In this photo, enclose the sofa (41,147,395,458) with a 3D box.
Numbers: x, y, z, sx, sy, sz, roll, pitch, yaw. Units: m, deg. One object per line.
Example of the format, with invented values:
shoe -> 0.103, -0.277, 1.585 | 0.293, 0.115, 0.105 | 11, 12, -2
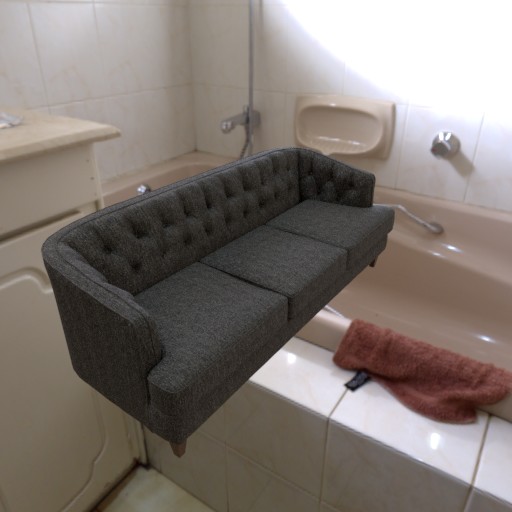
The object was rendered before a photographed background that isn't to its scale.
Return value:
sofa -> 0.000, 0.000, 2.691 | 0.941, 0.855, 2.278 | 19, 33, 31
